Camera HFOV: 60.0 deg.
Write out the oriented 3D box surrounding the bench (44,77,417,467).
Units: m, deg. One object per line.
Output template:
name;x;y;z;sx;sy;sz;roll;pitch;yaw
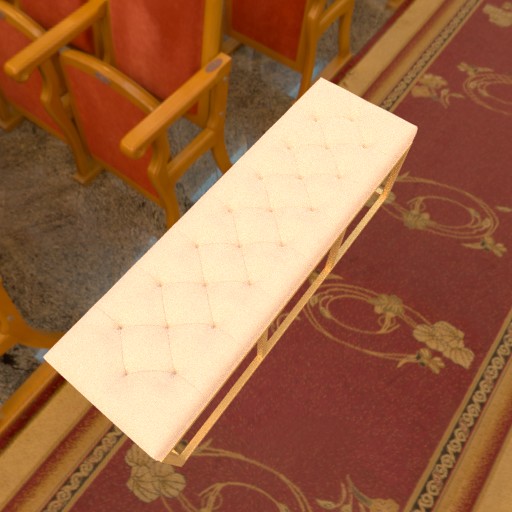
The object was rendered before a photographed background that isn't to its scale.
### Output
bench;0.000;0.000;1.695;0.457;0.484;1.473;34;68;16
